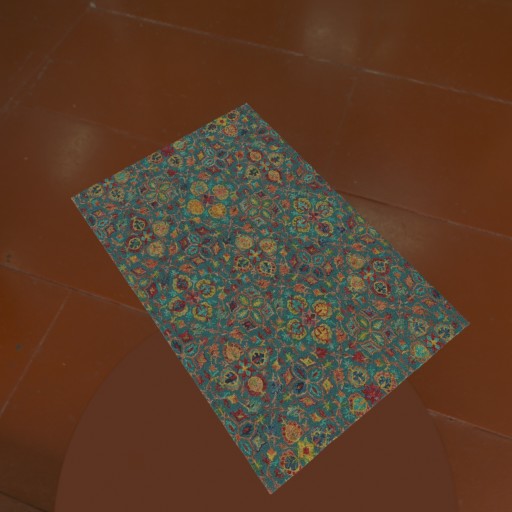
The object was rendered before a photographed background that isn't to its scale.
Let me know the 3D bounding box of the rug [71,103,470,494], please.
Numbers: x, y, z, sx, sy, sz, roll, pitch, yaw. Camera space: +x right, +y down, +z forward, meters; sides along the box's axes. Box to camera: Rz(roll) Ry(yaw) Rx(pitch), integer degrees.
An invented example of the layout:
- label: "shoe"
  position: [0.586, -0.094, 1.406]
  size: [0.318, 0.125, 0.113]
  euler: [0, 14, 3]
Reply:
- label: "rug"
  position: [0.000, 0.000, 2.893]
  size: [1.527, 0.016, 2.290]
  euler: [-34, 67, -16]
